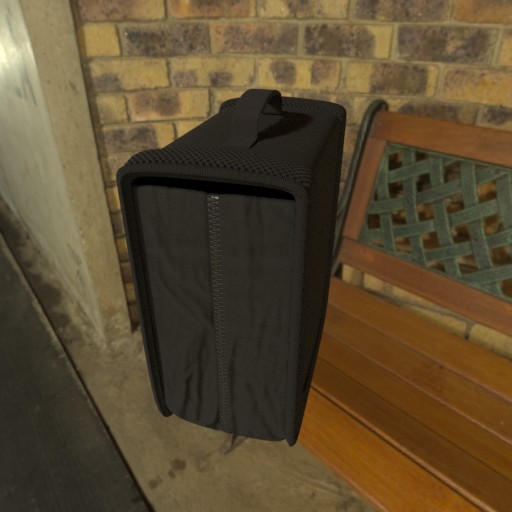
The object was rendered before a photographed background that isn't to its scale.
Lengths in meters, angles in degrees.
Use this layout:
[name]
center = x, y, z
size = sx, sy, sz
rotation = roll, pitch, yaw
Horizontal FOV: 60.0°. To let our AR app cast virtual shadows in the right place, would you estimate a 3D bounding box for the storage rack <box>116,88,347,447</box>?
[storage rack]
center = 0.000, 0.000, 0.547
size = 0.168, 0.387, 0.297
rotation = 8, 31, 13
